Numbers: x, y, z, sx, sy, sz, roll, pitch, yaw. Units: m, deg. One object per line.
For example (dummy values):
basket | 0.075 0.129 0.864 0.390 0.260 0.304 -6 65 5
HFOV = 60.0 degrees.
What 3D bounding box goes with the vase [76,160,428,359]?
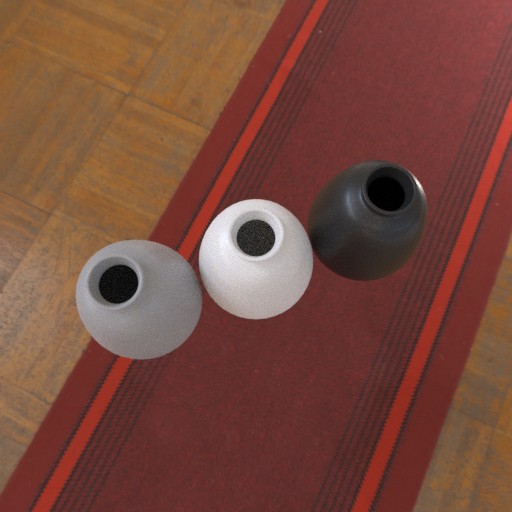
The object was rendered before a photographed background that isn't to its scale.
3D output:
vase | 0.000 0.000 0.362 0.297 0.122 0.097 -19 76 -5
